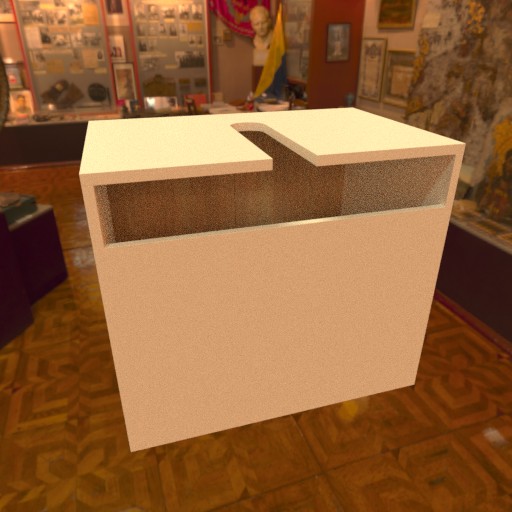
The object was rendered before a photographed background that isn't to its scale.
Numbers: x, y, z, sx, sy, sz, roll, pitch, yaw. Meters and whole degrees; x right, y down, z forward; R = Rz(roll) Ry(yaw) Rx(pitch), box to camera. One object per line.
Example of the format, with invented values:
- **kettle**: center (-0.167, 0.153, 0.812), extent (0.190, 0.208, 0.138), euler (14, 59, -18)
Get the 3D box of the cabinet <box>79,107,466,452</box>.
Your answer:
- **cabinet**: center (0.000, 0.000, 0.939), extent (0.600, 0.522, 0.400), euler (-8, 28, -15)
